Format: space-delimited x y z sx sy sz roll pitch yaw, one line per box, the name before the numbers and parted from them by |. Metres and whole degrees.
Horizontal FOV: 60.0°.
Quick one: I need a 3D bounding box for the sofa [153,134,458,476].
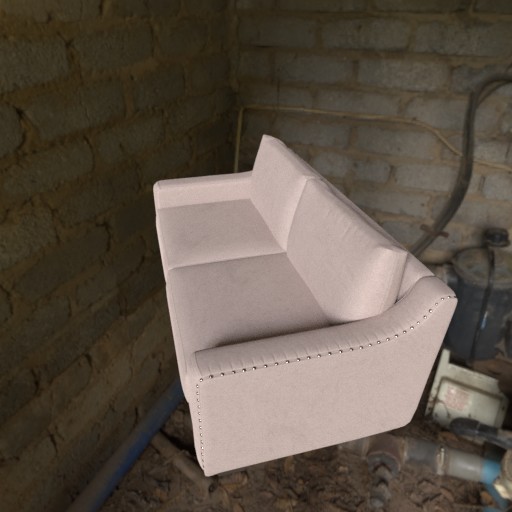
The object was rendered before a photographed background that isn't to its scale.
sofa | 0.000 0.000 2.485 1.030 0.901 1.967 -8 31 -13
